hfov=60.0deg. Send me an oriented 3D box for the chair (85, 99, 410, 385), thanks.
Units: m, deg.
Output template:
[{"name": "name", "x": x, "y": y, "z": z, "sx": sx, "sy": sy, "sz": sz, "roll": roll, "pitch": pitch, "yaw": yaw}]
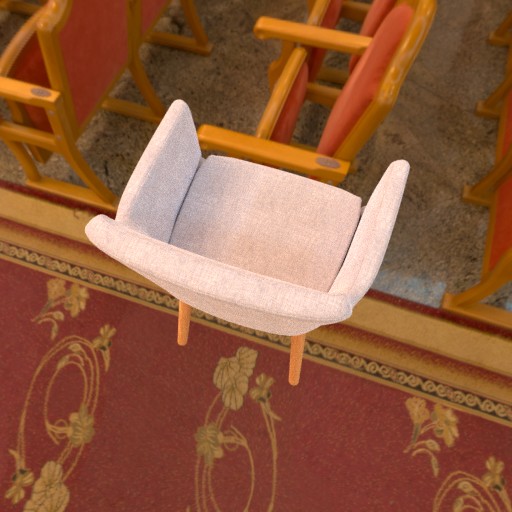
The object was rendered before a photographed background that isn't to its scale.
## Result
[{"name": "chair", "x": 0.000, "y": 0.000, "z": 1.137, "sx": 0.570, "sy": 0.780, "sz": 0.540, "roll": 18, "pitch": 65, "yaw": 9}]
